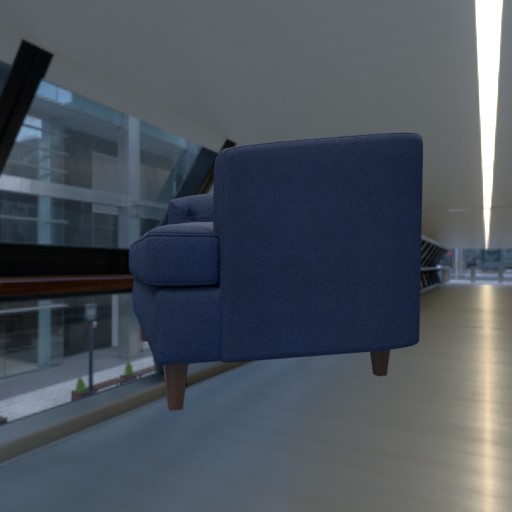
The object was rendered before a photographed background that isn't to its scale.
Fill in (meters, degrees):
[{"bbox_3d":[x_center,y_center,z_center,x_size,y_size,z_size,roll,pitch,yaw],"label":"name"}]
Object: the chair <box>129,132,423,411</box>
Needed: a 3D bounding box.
[{"bbox_3d":[0.000,0.000,1.724,0.914,0.787,1.118,0,0,-18],"label":"chair"}]
